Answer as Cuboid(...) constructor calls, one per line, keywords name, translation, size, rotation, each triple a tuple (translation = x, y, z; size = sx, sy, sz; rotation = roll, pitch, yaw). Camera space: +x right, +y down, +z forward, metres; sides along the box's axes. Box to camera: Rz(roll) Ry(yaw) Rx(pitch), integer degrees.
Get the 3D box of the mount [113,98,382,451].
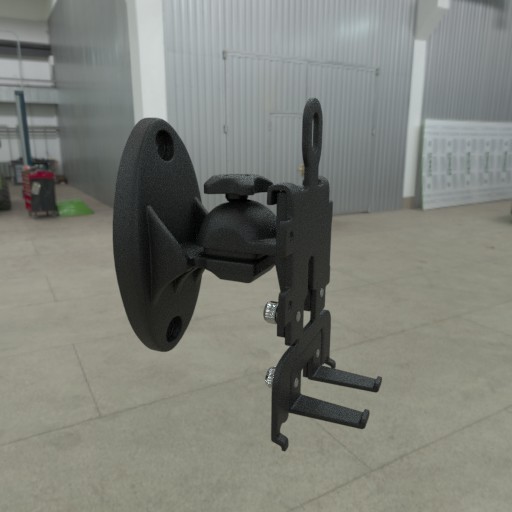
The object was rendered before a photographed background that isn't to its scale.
Cuboid(name="mount", translation=(0.000, 0.000, 0.177), size=(0.100, 0.118, 0.066), rotation=(7, 16, 24))
